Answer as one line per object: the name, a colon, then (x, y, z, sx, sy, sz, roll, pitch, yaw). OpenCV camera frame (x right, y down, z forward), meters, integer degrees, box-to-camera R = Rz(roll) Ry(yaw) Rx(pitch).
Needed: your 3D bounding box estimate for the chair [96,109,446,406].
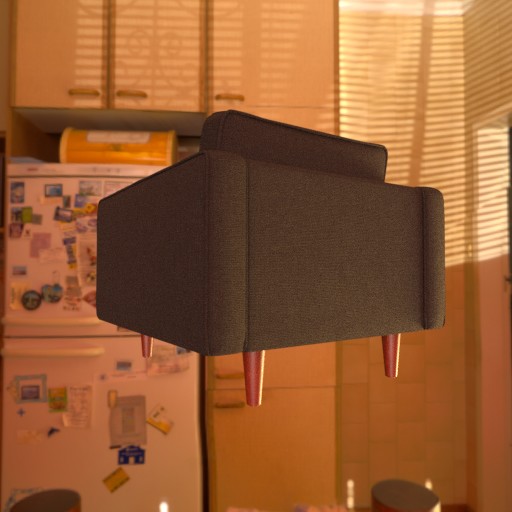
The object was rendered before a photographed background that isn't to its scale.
chair: (0.000, 0.000, 1.568, 0.899, 0.770, 0.919, 1, -2, -34)
